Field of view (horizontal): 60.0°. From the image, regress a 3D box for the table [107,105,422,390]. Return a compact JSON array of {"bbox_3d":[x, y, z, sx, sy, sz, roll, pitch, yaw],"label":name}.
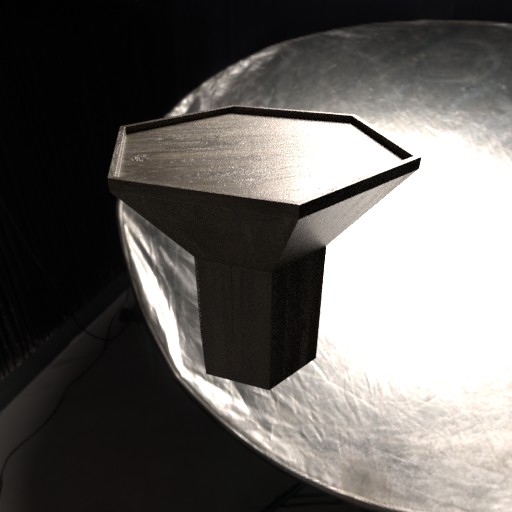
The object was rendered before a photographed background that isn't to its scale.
[{"bbox_3d":[0.000,0.000,1.111,0.683,0.586,0.592,10,33,16],"label":"table"}]
